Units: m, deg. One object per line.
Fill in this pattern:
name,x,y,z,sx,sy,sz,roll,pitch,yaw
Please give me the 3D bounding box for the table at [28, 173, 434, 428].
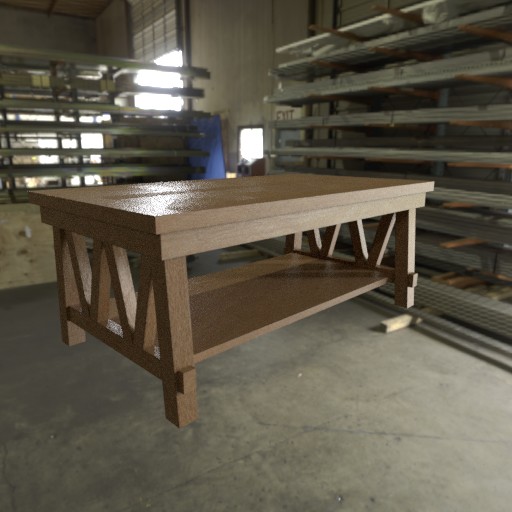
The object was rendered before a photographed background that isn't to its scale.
table,0.000,0.000,1.611,1.270,0.507,0.711,-13,19,-43
